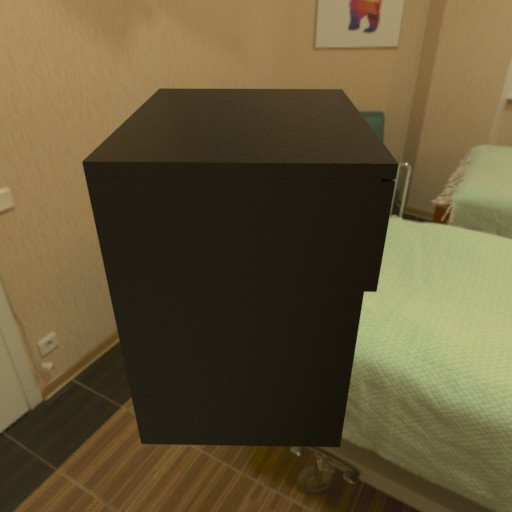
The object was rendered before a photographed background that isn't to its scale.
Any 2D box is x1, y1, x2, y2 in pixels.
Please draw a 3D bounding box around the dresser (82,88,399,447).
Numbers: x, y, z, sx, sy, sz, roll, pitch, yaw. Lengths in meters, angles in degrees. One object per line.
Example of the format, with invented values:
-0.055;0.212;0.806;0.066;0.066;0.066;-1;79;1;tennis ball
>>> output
0.000;0.000;0.758;0.360;0.470;0.400;1;31;1;dresser
